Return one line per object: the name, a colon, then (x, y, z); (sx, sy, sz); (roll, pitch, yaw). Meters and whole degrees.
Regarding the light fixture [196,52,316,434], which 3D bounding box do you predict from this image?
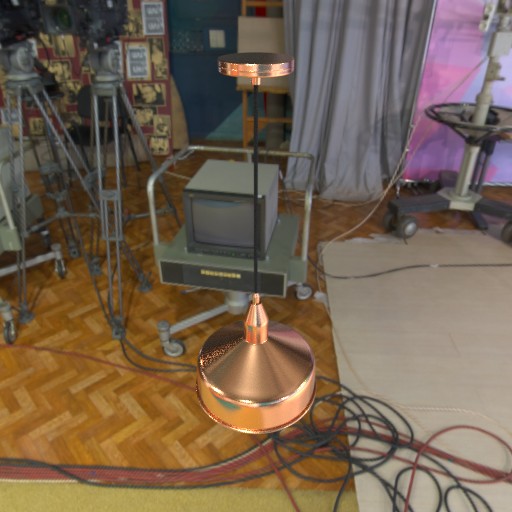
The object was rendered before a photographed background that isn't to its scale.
light fixture: (0.000, 0.000, 0.914); (0.301, 0.754, 0.301); (-22, 38, -30)
